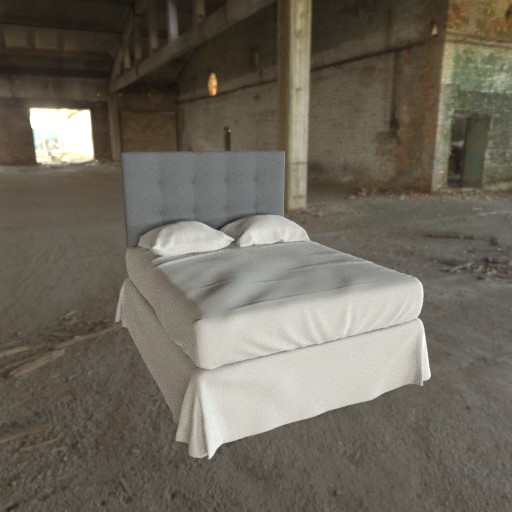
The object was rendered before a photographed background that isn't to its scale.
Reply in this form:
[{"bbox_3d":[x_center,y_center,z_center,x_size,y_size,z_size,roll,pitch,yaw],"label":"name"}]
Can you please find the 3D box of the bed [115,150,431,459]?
[{"bbox_3d":[0.000,0.000,3.506,1.936,1.577,2.222,-7,16,-26],"label":"bed"}]
